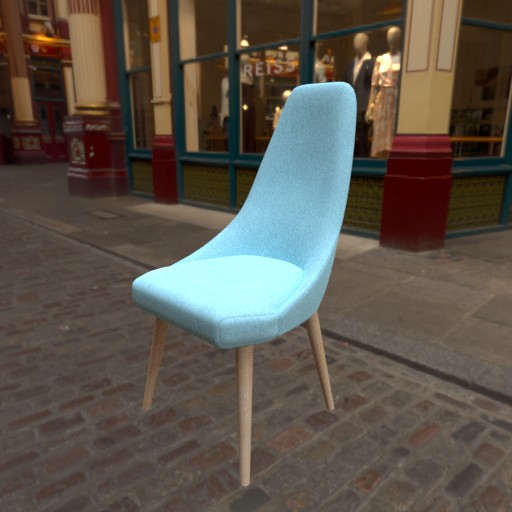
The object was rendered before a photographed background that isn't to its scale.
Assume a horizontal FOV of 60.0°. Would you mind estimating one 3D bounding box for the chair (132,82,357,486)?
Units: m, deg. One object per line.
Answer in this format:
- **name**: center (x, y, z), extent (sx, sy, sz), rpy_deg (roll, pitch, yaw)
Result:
- **chair**: center (0.000, 0.000, 1.373), extent (0.510, 1.040, 0.660), rpy_deg (15, 22, 42)
